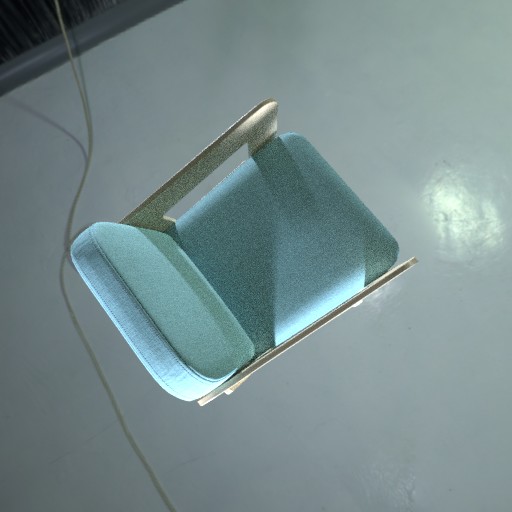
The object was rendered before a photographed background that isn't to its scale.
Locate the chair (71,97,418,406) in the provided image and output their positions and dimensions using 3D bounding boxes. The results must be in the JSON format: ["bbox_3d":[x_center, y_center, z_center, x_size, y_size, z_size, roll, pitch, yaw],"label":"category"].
[{"bbox_3d":[0.000,0.000,1.282,0.710,0.800,0.590,-37,80,-8],"label":"chair"}]
